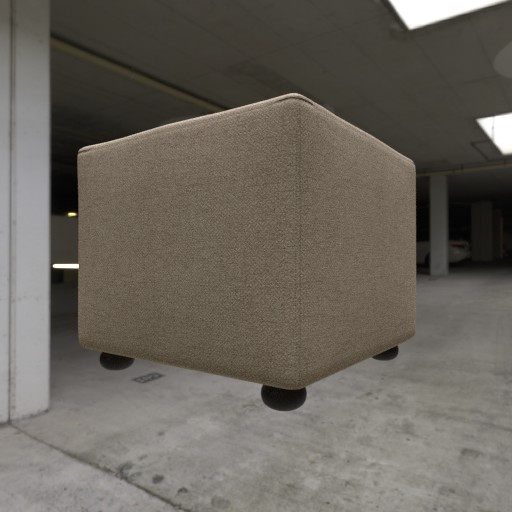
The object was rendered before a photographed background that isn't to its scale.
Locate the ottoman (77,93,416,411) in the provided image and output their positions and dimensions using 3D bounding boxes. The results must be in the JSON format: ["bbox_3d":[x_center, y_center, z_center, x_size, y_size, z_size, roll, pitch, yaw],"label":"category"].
[{"bbox_3d":[0.000,0.000,0.894,0.508,0.432,0.508,0,-1,36],"label":"ottoman"}]
